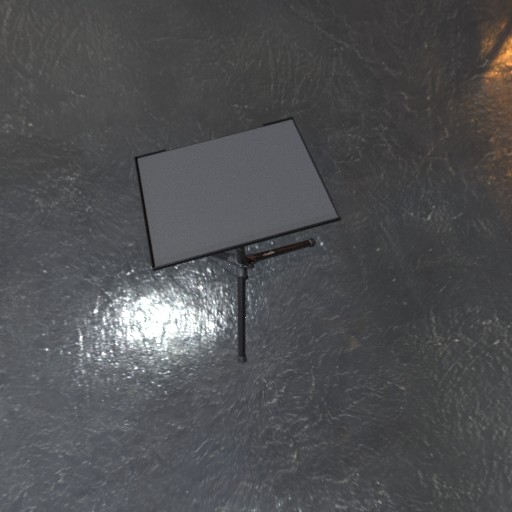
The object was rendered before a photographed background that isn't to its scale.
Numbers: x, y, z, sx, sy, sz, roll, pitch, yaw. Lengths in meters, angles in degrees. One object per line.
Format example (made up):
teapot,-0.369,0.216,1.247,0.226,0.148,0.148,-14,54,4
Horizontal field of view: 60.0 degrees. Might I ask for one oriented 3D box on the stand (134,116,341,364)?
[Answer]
stand,0.000,0.000,1.643,0.702,1.198,0.702,-15,76,-4
